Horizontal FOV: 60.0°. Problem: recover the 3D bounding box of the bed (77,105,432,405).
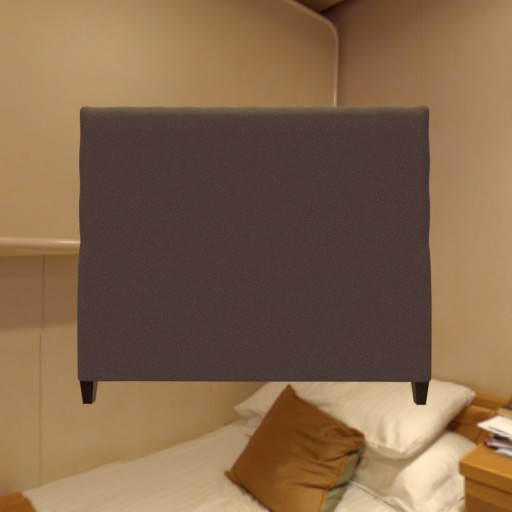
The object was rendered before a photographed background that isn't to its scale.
[{"bbox_3d":[0.000,0.000,3.198,1.696,1.426,2.233,0,0,1],"label":"bed"}]
